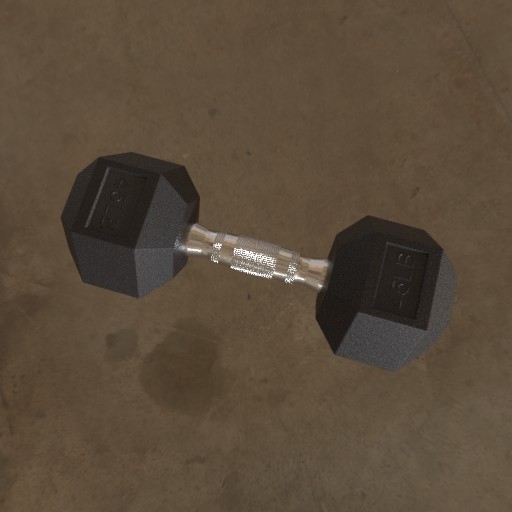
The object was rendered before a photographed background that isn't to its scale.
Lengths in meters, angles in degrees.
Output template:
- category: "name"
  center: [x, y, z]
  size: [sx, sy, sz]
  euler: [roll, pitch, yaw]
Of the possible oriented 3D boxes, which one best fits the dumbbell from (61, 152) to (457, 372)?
- category: "dumbbell"
  center: [0.000, 0.000, 0.432]
  size: [0.356, 0.123, 0.141]
  euler: [15, 78, 3]
